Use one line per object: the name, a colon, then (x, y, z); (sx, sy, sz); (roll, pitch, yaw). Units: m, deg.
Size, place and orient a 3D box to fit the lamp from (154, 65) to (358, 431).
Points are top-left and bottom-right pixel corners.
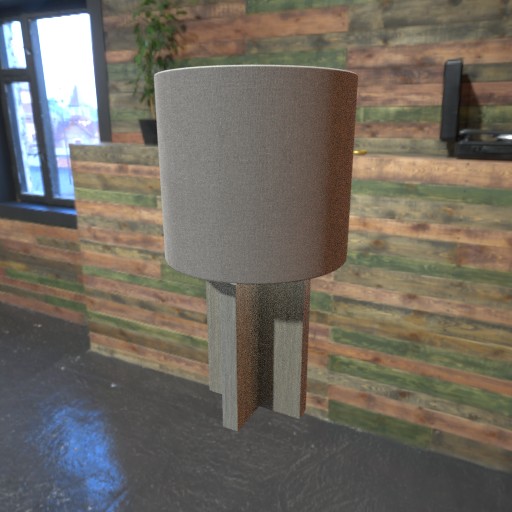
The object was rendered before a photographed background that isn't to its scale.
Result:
lamp: (0.000, 0.000, 0.569); (0.229, 0.428, 0.229); (9, 19, 26)
